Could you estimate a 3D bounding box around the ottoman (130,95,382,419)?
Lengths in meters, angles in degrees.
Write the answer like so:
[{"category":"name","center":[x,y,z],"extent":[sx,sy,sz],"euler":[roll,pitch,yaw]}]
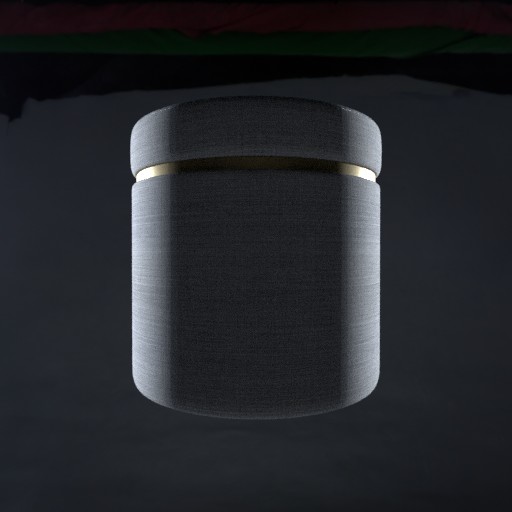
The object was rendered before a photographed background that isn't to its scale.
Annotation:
[{"category":"ottoman","center":[0.000,0.000,0.736],"extent":[0.400,0.406,0.400],"euler":[0,1,0]}]
